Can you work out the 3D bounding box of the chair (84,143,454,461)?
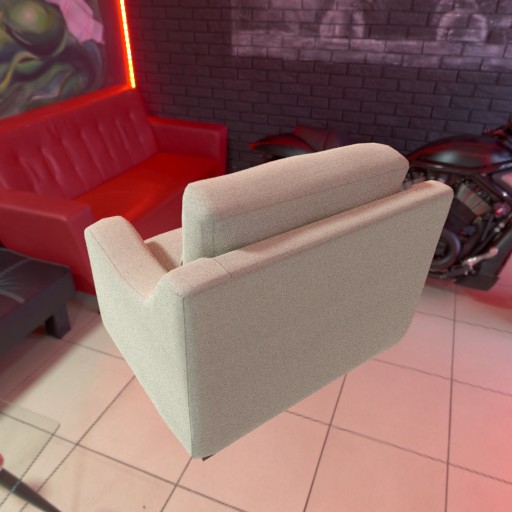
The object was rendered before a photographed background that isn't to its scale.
[{"bbox_3d":[0.000,0.000,1.904,1.178,1.016,1.009,-20,37,-30],"label":"chair"}]
